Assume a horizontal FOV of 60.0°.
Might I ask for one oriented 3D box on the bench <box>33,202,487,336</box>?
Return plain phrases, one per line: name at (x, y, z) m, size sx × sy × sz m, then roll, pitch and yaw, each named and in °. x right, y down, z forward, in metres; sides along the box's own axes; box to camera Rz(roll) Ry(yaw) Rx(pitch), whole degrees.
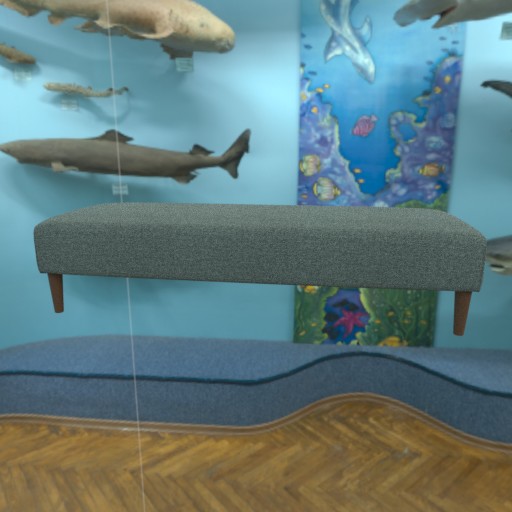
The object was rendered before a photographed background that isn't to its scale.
bench at (0.000, 0.000, 1.848) m, size 1.598 × 0.384 × 0.631 m, roll 2°, pitch 14°, yaw 8°
